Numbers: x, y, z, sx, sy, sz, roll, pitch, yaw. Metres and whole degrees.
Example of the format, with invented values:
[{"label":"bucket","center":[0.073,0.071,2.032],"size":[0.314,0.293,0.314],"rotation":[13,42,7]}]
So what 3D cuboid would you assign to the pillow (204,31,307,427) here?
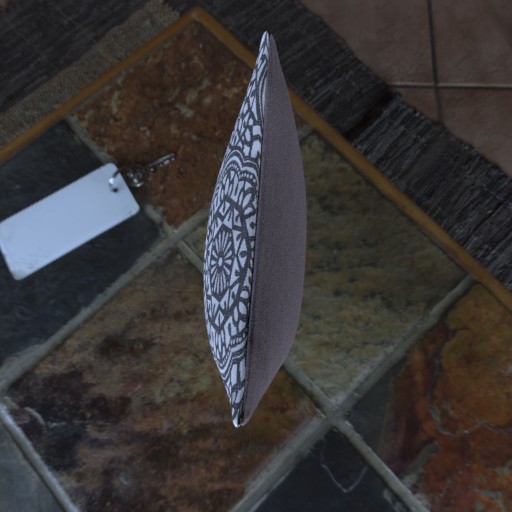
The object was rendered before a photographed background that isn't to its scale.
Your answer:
[{"label":"pillow","center":[0.000,0.000,0.652],"size":[0.148,0.417,0.436],"rotation":[4,76,1]}]
